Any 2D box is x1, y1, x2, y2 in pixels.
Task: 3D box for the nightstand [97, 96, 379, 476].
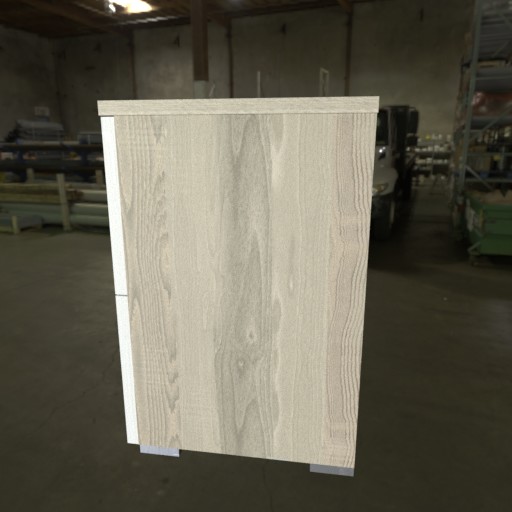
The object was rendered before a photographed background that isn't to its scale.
[{"bbox_3d":[0.000,0.000,0.746,0.325,0.461,0.442,2,14,9],"label":"nightstand"}]
